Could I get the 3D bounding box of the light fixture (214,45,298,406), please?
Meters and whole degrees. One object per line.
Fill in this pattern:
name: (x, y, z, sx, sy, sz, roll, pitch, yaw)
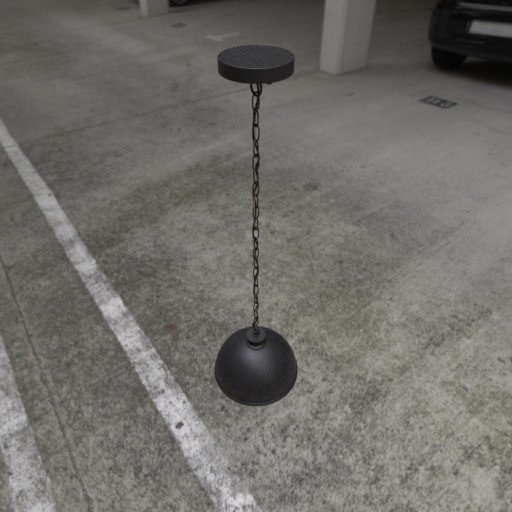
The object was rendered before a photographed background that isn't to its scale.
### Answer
light fixture: (0.000, 0.000, 1.271, 0.304, 1.090, 0.304, -24, 46, -26)
